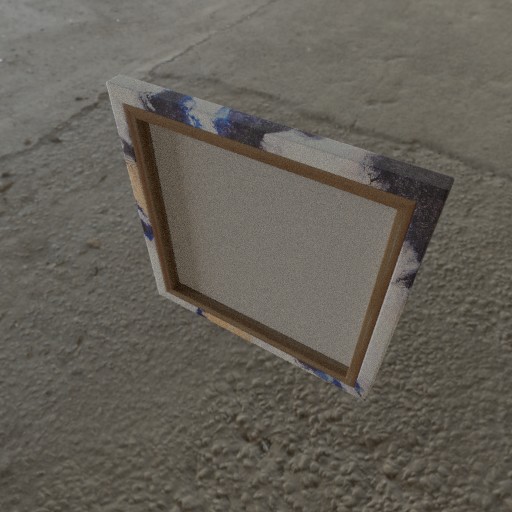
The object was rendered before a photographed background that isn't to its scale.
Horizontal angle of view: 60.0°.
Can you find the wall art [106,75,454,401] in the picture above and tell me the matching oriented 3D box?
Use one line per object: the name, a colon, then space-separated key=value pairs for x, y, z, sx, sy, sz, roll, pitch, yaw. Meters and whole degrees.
wall art: x=0.000 y=0.000 z=0.917 sx=0.609 sy=0.609 sz=0.039 roll=24 pitch=51 yaw=21
